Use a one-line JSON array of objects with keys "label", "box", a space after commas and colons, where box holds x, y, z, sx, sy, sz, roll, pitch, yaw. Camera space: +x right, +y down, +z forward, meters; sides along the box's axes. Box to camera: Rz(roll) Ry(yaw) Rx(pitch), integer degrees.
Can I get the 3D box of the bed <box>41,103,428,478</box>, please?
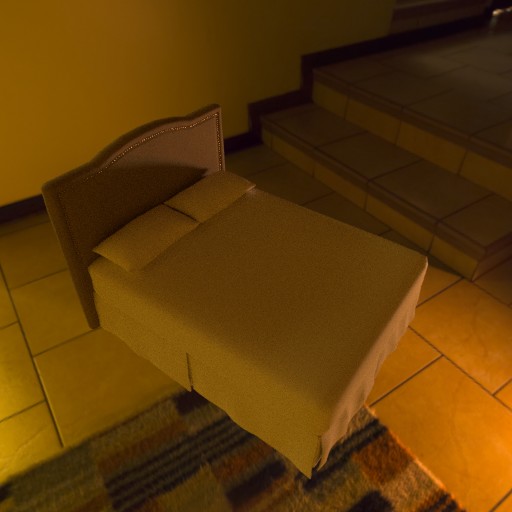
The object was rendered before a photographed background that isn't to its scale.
[{"label": "bed", "box": [0.000, 0.000, 3.214, 2.128, 1.441, 1.744, 25, 47, 27]}]
